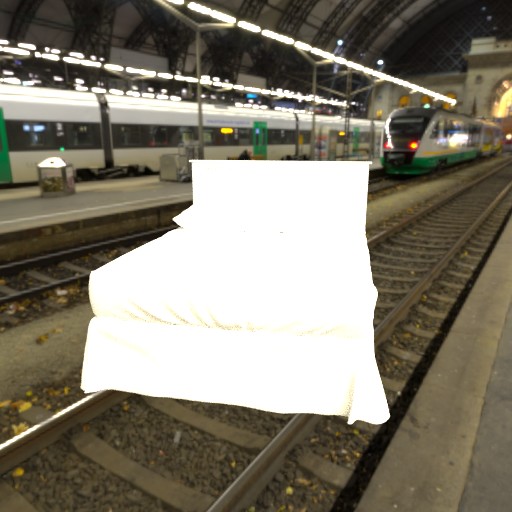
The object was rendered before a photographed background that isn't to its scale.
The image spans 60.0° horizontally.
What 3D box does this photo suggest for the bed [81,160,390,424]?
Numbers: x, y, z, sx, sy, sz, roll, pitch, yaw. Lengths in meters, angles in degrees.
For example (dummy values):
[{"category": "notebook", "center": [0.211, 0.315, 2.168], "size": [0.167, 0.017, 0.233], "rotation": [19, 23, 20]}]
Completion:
[{"category": "bed", "center": [0.000, 0.000, 3.239], "size": [1.876, 1.269, 2.047], "rotation": [3, 15, 11]}]
